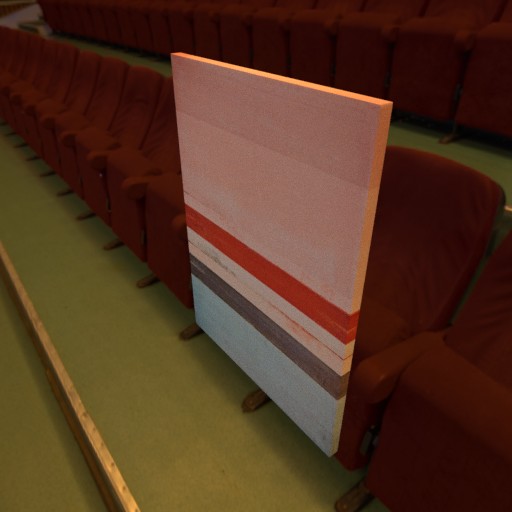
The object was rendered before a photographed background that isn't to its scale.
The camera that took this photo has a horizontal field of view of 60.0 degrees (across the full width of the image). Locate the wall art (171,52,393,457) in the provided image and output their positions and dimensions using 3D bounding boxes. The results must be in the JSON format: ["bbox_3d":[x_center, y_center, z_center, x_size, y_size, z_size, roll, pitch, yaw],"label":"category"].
[{"bbox_3d":[0.000,0.000,1.306,0.039,1.016,0.761,-22,38,-31],"label":"wall art"}]
